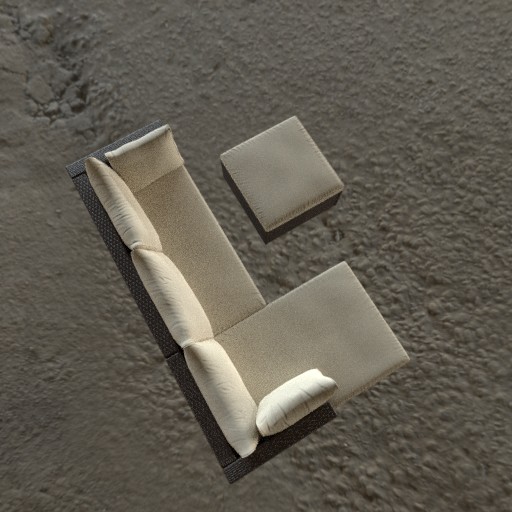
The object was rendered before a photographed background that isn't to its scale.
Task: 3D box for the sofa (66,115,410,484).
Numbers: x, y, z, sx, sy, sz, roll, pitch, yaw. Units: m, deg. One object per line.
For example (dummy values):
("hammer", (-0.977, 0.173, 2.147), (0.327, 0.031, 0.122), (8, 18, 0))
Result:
("sofa", (0.000, 0.000, 2.986), (1.612, 0.766, 2.192), (-30, 77, -8))
